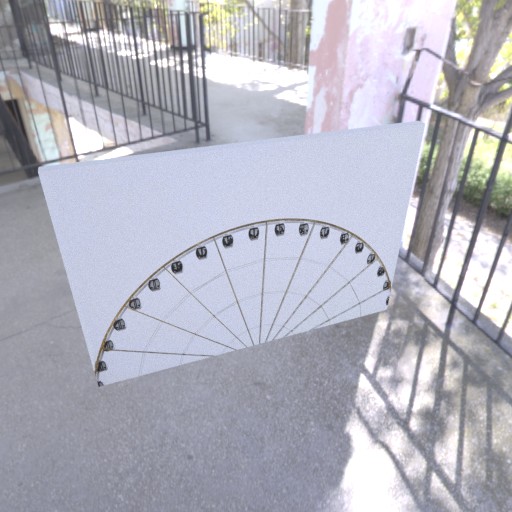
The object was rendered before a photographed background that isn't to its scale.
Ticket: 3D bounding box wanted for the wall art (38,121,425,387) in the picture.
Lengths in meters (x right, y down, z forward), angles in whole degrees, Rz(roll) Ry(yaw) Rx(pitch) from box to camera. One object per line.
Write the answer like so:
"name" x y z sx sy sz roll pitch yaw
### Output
"wall art" 0.000 0.000 1.466 1.144 0.767 0.038 -11 34 -17
